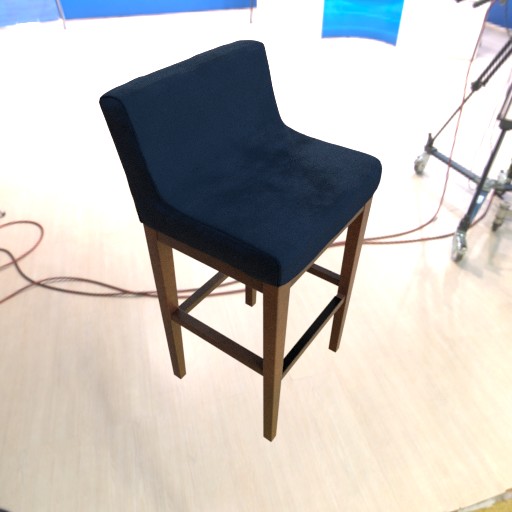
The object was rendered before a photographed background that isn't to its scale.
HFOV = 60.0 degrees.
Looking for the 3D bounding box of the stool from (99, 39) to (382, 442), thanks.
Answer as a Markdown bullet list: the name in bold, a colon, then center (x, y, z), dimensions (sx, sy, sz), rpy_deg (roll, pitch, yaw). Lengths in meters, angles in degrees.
- **stool**: center (0.000, 0.000, 1.312), dimensions (0.500, 1.037, 0.511), rpy_deg (26, 47, 26)
